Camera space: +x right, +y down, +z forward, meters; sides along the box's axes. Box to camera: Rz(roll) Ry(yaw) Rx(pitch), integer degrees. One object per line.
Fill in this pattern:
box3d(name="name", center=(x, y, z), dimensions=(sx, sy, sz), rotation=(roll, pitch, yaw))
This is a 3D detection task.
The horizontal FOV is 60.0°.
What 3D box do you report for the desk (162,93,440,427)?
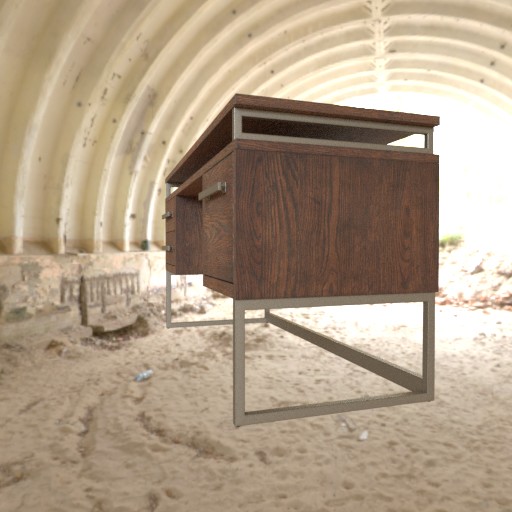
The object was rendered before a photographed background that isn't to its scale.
box3d(name="desk", center=(0.000, 0.000, 1.786), dimensions=(0.610, 0.792, 1.384), rotation=(0, 1, -18))
